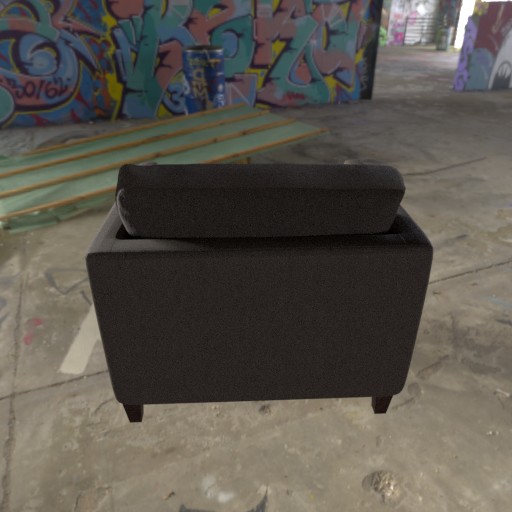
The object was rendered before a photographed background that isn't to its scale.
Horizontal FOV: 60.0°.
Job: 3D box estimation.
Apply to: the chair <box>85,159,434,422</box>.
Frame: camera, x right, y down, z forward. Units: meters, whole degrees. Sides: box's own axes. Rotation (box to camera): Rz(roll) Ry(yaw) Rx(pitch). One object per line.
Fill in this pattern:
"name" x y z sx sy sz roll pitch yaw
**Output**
"chair" 0.000 0.000 1.879 1.107 0.963 0.959 -1 29 -2
